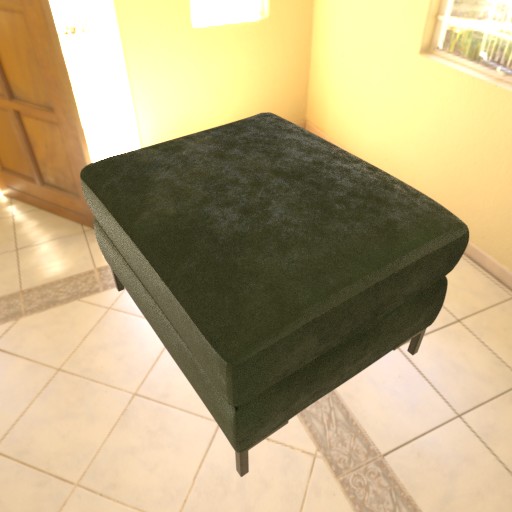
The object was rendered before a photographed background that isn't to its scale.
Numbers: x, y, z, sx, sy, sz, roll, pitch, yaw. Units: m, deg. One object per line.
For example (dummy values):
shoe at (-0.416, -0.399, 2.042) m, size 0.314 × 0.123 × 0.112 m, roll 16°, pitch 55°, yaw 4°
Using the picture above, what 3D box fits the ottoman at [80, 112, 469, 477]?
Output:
ottoman at (0.000, 0.000, 1.295) m, size 0.701 × 0.538 × 0.839 m, roll -24°, pitch 46°, yaw -26°
